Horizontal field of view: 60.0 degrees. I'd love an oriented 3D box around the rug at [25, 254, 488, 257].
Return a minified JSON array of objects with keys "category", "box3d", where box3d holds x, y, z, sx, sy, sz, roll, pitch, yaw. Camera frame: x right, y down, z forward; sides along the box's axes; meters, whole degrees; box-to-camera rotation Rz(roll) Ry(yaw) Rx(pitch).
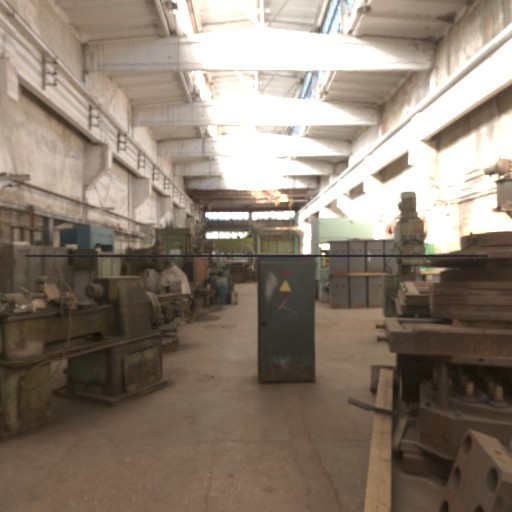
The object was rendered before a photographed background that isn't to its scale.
[{"category":"rug","box3d":[0.000,0.000,2.711,2.448,0.012,0.769,0,0,1]}]
